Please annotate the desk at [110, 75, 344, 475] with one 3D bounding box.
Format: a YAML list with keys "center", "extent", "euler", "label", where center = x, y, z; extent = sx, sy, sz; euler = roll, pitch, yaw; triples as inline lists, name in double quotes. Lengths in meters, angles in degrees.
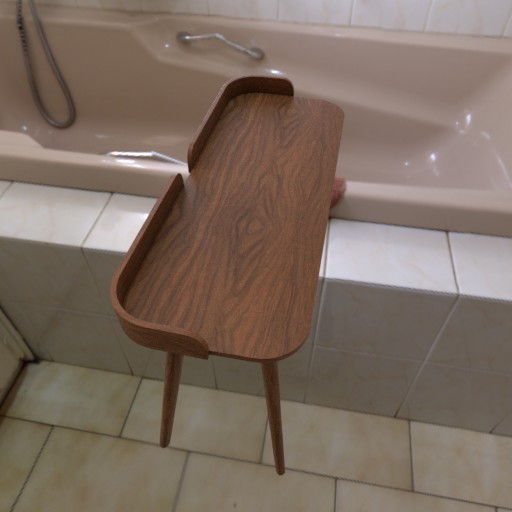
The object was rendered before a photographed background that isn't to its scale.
- center: [0.000, 0.000, 1.668]
  extent: [0.486, 0.800, 1.256]
  euler: [9, 48, 8]
  label: "desk"
